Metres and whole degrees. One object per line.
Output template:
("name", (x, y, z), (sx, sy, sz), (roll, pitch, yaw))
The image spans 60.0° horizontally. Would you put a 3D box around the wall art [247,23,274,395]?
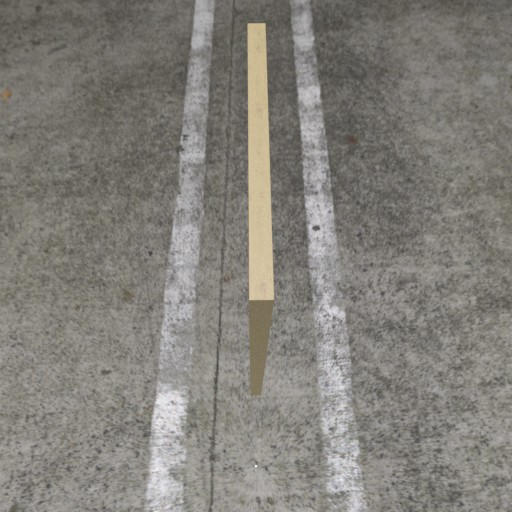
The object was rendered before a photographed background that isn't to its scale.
("wall art", (0.000, 0.000, 1.025), (0.039, 0.810, 0.510), (-1, 65, 0))
